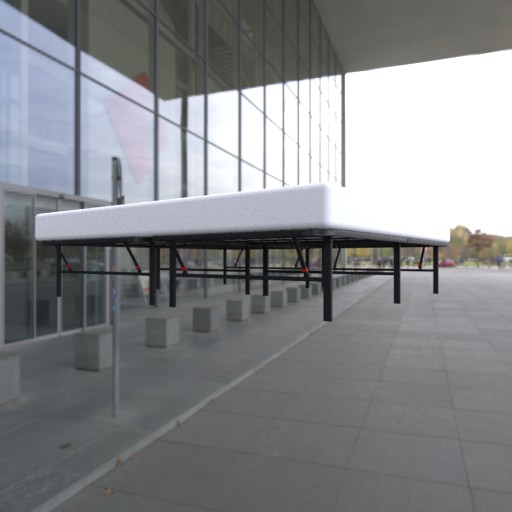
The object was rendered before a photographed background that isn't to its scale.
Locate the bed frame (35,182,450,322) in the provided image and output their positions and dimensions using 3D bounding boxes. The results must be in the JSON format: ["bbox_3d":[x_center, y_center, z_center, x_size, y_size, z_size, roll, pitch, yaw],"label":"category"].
[{"bbox_3d":[0.000,0.000,2.965,2.033,0.525,1.935,0,0,36],"label":"bed frame"}]
